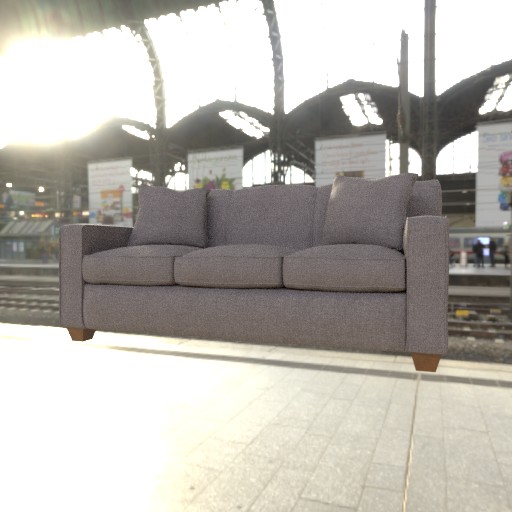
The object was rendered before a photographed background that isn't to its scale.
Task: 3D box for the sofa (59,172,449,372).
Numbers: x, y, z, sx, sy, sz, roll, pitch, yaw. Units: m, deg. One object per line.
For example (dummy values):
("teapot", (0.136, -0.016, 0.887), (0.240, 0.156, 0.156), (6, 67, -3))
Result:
("sofa", (0.000, 0.000, 2.563), (2.024, 0.958, 0.997), (0, 1, 19))
